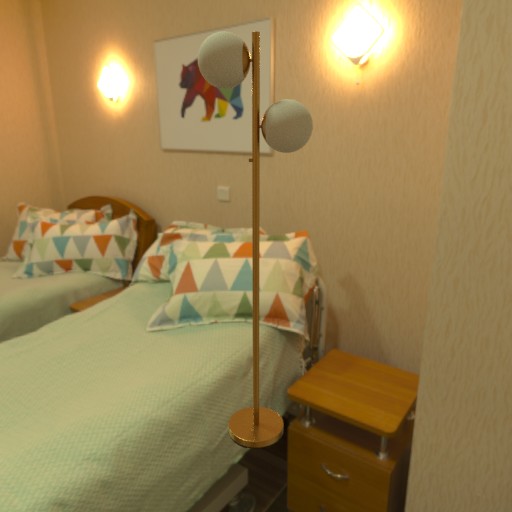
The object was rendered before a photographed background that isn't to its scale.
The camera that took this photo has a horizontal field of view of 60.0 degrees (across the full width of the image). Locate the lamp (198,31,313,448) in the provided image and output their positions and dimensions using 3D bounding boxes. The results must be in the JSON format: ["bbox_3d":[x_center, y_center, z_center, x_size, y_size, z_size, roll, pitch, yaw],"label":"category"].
[{"bbox_3d":[0.000,0.000,1.780,0.419,1.641,0.249,2,16,6],"label":"lamp"}]
